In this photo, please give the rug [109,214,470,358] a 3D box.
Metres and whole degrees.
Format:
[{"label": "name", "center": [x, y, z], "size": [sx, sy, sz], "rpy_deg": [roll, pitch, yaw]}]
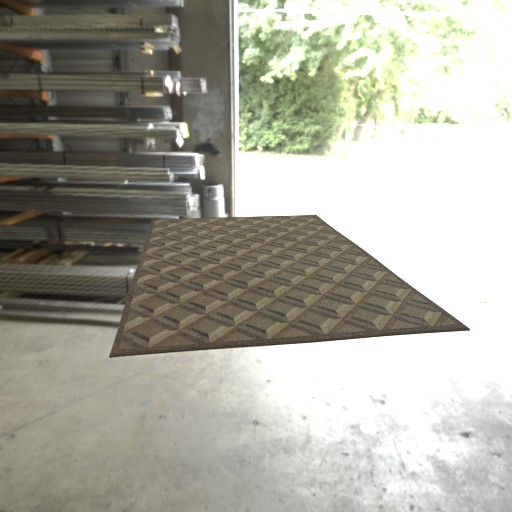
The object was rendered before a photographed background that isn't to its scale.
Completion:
[{"label": "rug", "center": [0.000, 0.000, 2.059], "size": [1.066, 0.011, 1.677], "rpy_deg": [-3, 18, -8]}]
